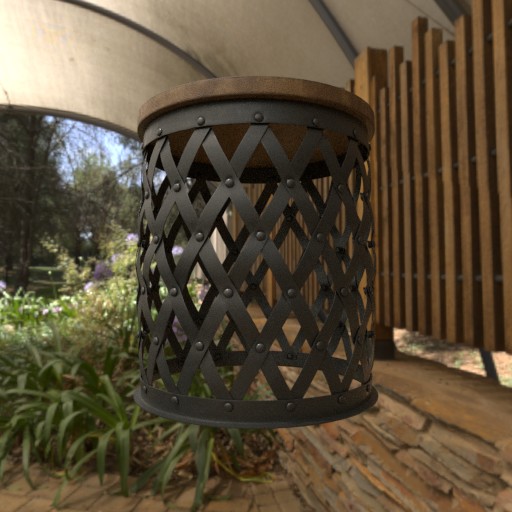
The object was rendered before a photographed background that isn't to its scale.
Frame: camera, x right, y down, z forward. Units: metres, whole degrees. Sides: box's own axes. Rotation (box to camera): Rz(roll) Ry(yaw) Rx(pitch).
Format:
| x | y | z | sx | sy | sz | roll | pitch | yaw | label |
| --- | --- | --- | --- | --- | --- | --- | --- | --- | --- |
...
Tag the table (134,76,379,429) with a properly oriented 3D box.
| x | y | z | sx | sy | sz | roll | pitch | yaw | label |
| --- | --- | --- | --- | --- | --- | --- | --- | --- | --- |
| 0.000 | 0.000 | 0.770 | 0.405 | 0.454 | 0.405 | 0 | -3 | 0 | table |
